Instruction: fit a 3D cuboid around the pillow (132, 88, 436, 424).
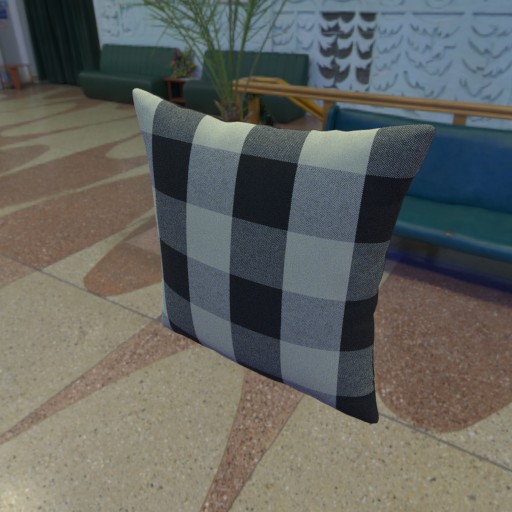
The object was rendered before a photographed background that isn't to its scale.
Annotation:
[{"bbox_3d":[0.000,0.000,0.768,0.511,0.509,0.161,18,34,29],"label":"pillow"}]
